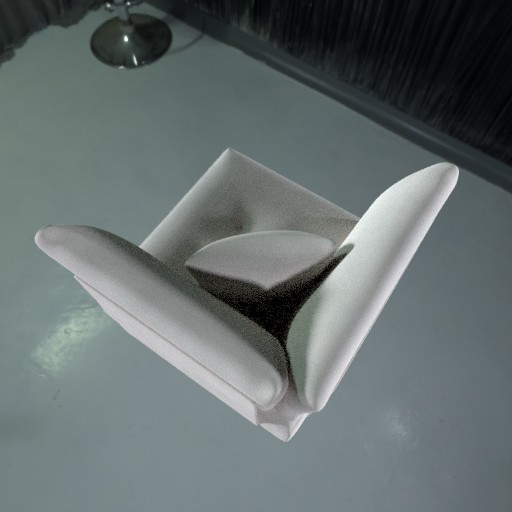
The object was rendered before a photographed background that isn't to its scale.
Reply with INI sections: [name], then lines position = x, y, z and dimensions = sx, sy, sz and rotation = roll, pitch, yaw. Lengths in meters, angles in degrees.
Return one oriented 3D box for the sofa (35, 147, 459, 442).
[sofa]
position = 0.000, 0.000, 1.749
dimensions = 1.000, 0.820, 1.000
rotation = 31, 67, 15
